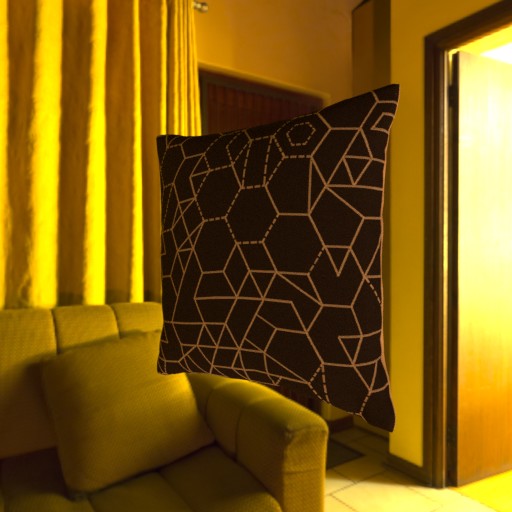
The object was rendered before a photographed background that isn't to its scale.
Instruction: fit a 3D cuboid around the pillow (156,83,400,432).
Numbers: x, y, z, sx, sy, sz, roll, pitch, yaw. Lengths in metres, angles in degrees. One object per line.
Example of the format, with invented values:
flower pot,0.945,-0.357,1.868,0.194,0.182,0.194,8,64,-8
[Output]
pillow,0.000,0.000,0.795,0.517,0.508,0.158,0,1,36
